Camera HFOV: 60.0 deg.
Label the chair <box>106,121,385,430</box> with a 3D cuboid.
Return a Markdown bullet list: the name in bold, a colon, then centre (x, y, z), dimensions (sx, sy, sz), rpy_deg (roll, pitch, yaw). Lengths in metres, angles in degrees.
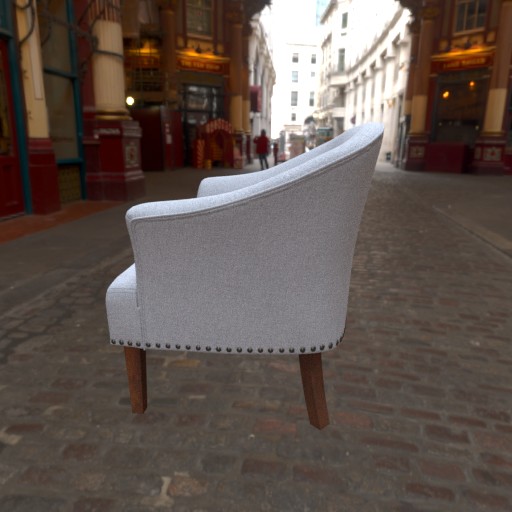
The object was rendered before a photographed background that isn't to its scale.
- **chair**: centre (0.000, 0.000, 1.411), dimensions (0.704, 0.815, 0.798), rpy_deg (2, 15, 7)
